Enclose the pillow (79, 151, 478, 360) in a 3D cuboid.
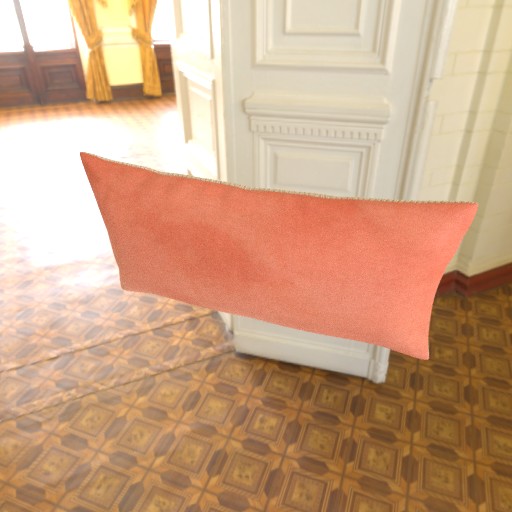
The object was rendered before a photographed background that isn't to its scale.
[{"bbox_3d":[0.000,0.000,0.740,0.608,0.307,0.155,11,33,17],"label":"pillow"}]
